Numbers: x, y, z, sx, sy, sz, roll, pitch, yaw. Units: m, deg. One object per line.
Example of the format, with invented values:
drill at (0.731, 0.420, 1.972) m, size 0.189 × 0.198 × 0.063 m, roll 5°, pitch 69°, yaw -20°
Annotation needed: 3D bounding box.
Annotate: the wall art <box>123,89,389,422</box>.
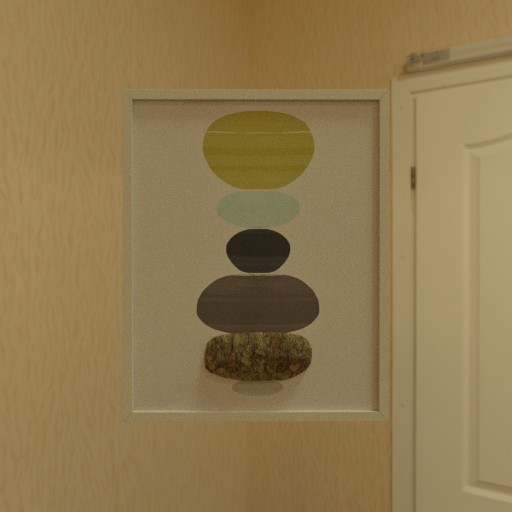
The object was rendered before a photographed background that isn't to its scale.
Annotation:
wall art at (0.000, 0.000, 1.028) m, size 0.611 × 0.763 × 0.055 m, roll 0°, pitch 0°, yaw 0°
